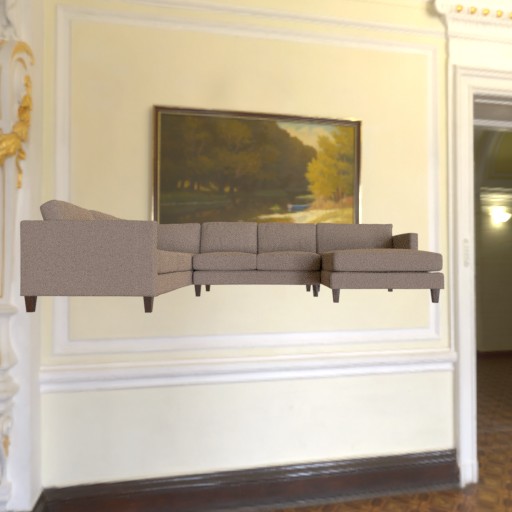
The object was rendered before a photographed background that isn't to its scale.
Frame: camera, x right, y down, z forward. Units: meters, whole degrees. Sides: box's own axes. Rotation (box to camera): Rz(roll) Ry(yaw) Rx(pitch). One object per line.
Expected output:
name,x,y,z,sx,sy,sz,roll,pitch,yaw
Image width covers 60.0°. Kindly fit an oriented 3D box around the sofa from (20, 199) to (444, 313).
sofa,0.000,0.000,4.426,3.438,0.865,2.424,0,-1,1
